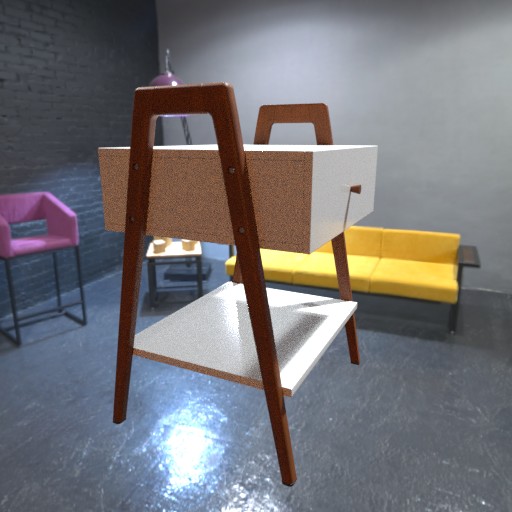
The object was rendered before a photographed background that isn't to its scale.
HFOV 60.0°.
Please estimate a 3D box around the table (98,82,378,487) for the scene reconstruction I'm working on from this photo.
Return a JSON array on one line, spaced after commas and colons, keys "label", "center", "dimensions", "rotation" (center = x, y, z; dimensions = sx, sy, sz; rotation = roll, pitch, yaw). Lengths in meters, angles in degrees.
[{"label": "table", "center": [0.000, 0.000, 0.897], "dimensions": [0.405, 0.610, 0.457], "rotation": [7, 17, 25]}]
